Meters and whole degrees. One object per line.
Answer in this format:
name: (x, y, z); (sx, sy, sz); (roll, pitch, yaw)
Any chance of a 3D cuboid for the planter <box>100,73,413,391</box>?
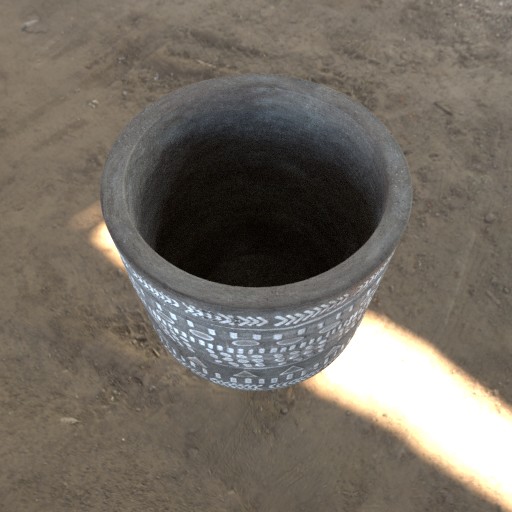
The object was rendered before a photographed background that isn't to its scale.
planter: (0.000, 0.000, 0.227); (0.122, 0.128, 0.122); (0, 58, 0)
